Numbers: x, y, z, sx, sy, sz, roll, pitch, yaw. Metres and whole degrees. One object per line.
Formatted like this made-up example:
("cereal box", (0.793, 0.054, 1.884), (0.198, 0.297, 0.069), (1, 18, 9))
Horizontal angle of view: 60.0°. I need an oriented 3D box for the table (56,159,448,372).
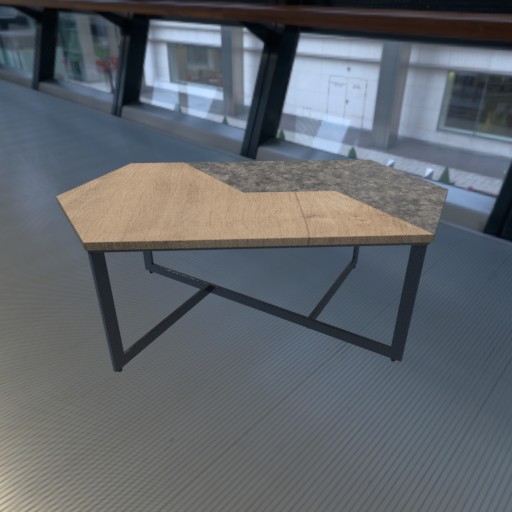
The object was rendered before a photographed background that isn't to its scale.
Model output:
("table", (0.000, 0.000, 1.492), (1.219, 0.457, 0.609), (-1, 30, -2))
